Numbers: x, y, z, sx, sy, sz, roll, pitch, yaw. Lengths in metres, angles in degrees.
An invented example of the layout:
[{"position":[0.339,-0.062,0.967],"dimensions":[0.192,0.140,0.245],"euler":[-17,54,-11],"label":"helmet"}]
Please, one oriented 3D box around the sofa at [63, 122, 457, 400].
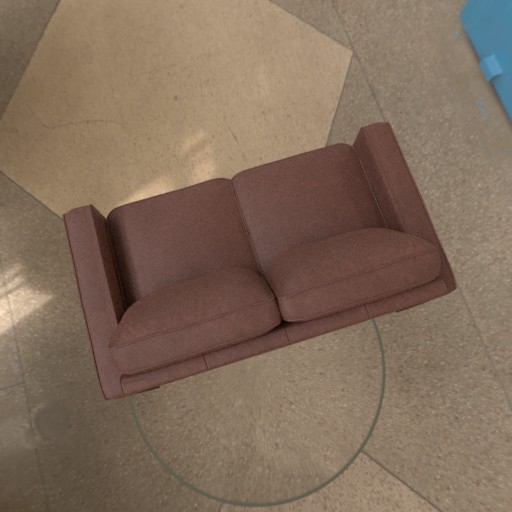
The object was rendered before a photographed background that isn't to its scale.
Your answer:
[{"position":[0.000,0.000,2.239],"dimensions":[1.709,0.918,0.947],"euler":[-17,77,-4],"label":"sofa"}]
